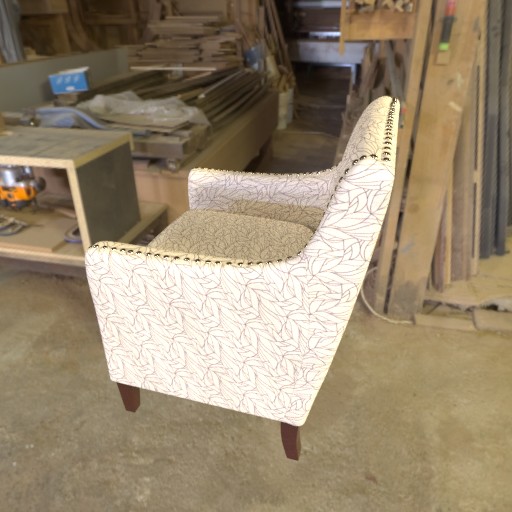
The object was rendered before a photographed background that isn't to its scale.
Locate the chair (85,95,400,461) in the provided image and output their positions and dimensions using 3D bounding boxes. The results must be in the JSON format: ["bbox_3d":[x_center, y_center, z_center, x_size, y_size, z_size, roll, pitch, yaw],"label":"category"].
[{"bbox_3d":[0.000,0.000,1.235,0.651,0.816,0.623,8,31,14],"label":"chair"}]
